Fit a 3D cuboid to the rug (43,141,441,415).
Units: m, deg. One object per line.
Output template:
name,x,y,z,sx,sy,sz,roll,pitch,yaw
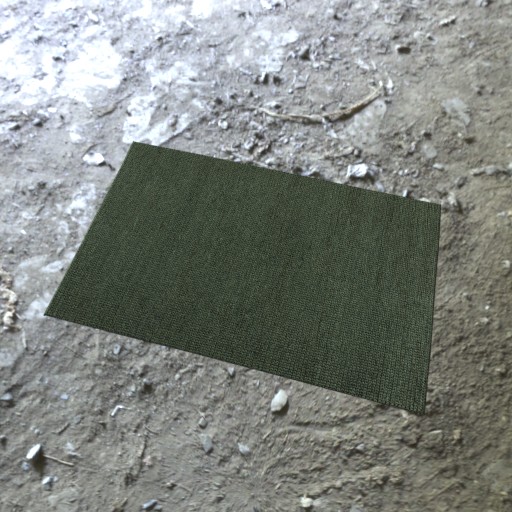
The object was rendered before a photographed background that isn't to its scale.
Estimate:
rug,0.000,0.000,3.067,2.443,0.021,1.538,13,63,7
